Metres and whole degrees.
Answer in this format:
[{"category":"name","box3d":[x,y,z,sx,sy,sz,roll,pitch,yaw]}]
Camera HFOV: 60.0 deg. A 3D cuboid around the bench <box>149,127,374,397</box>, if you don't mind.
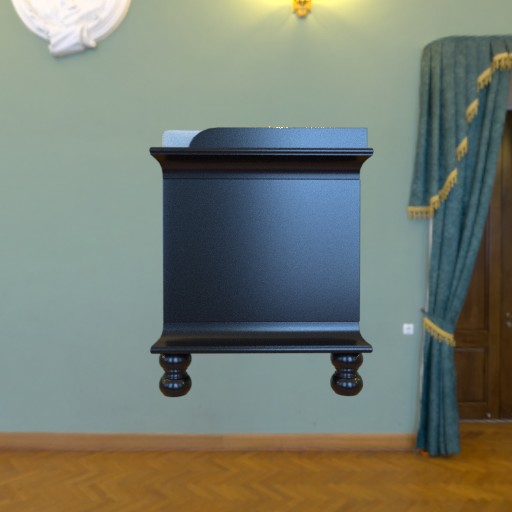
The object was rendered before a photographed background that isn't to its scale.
[{"category":"bench","box3d":[0.000,0.000,1.387,0.402,0.501,1.185,0,1,-1]}]
